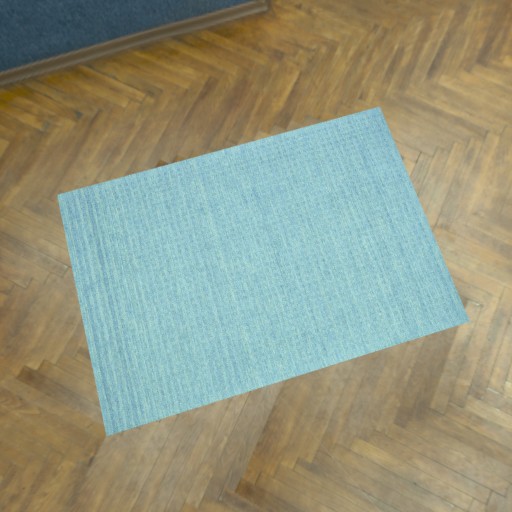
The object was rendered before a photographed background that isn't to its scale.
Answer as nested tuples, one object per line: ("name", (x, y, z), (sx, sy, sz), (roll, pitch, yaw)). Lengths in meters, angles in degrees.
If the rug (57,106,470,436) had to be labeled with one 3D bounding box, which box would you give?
("rug", (0.000, 0.000, 3.599), (2.895, 0.006, 1.982), (-16, 76, -4))
